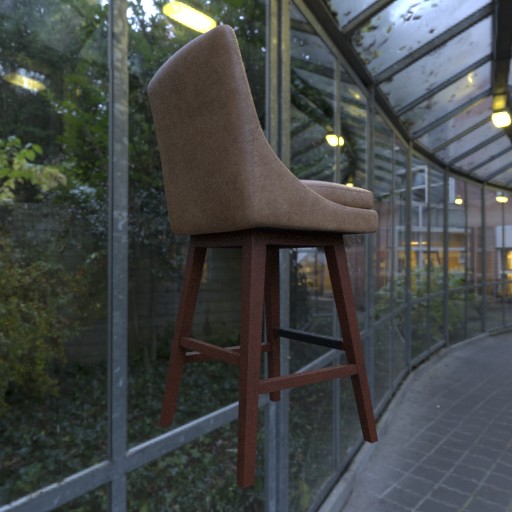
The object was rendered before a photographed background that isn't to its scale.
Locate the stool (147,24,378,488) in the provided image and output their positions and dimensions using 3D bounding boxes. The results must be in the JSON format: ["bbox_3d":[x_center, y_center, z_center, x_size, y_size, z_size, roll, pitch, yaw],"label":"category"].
[{"bbox_3d":[0.000,0.000,1.342,0.572,1.079,0.487,0,-1,-35],"label":"stool"}]
